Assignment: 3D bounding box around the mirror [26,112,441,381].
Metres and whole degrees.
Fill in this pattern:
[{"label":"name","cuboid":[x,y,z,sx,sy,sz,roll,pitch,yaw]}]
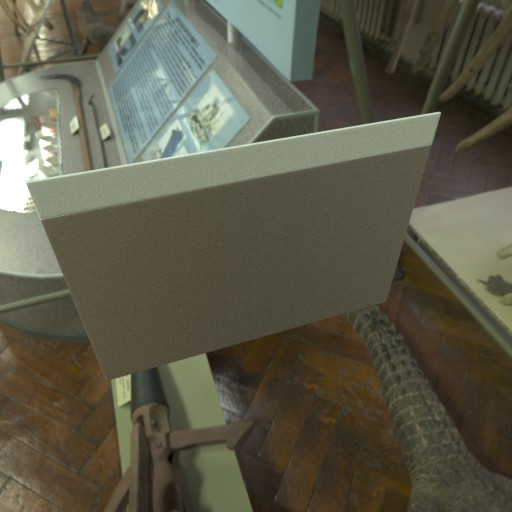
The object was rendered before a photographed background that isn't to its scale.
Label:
[{"label":"mirror","cuboid":[0.000,0.000,1.108,0.870,0.630,0.030,-13,44,-14]}]
